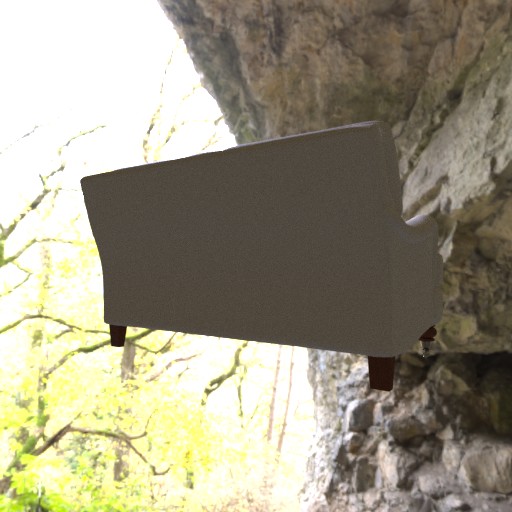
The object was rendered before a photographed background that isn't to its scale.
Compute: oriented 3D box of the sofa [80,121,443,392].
[{"bbox_3d":[0.000,0.000,2.518,1.853,1.101,1.084,-1,-1,34],"label":"sofa"}]
